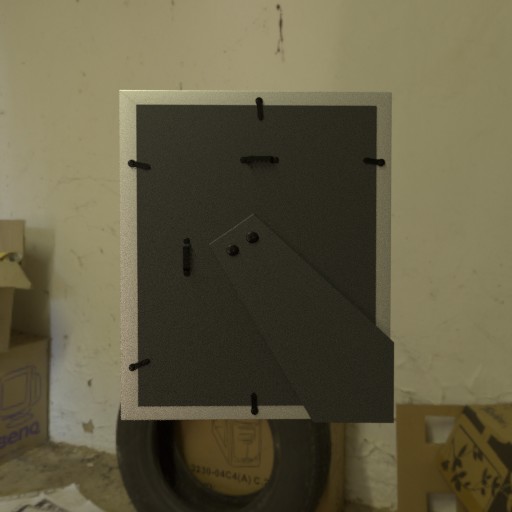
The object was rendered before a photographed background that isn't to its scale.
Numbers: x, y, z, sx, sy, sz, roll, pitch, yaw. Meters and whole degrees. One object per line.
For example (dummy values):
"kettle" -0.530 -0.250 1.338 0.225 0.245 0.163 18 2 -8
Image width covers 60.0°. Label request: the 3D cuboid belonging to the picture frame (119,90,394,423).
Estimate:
"picture frame" 0.000 0.000 0.388 0.233 0.282 0.036 0 1 -1
